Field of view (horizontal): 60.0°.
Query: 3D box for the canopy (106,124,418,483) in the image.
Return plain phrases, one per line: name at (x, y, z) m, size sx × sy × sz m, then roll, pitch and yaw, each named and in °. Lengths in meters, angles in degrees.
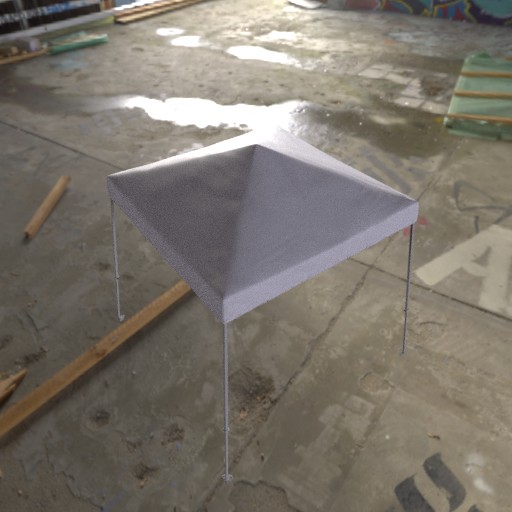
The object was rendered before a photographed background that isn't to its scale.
canopy at (0.000, 0.000, 5.227) m, size 2.849 × 2.850 × 2.850 m, roll -25°, pitch 46°, yaw -27°
